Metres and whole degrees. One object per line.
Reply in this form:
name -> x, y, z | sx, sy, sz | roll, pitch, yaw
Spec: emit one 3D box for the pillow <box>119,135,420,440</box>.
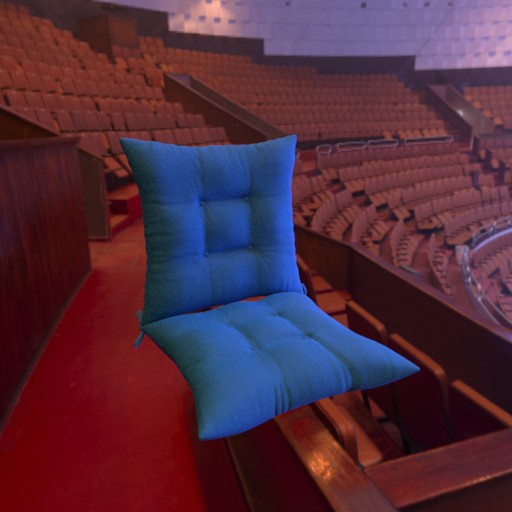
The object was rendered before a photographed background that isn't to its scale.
pillow -> 0.000, 0.000, 1.041 | 0.541, 0.536, 0.585 | -8, 18, -25
